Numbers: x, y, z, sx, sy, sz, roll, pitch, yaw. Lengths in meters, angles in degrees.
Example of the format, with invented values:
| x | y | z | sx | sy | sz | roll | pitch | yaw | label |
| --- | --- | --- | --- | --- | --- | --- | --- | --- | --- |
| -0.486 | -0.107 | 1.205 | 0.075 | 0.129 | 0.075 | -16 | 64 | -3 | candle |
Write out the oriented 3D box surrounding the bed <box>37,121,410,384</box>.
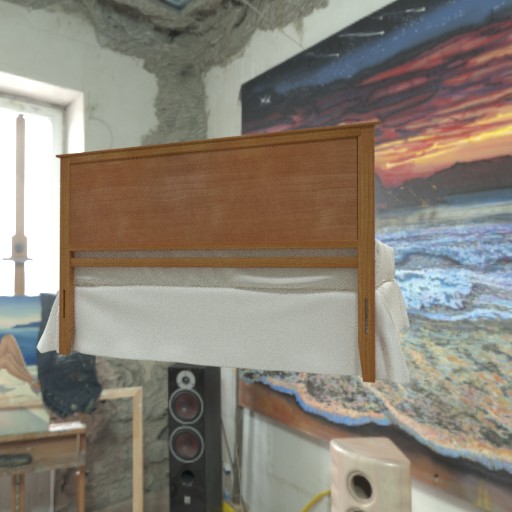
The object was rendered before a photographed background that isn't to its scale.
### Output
| x | y | z | sx | sy | sz | roll | pitch | yaw | label |
| --- | --- | --- | --- | --- | --- | --- | --- | --- | --- |
| 0.000 | 0.000 | 3.499 | 2.317 | 1.270 | 2.215 | 0 | -1 | 20 | bed |
